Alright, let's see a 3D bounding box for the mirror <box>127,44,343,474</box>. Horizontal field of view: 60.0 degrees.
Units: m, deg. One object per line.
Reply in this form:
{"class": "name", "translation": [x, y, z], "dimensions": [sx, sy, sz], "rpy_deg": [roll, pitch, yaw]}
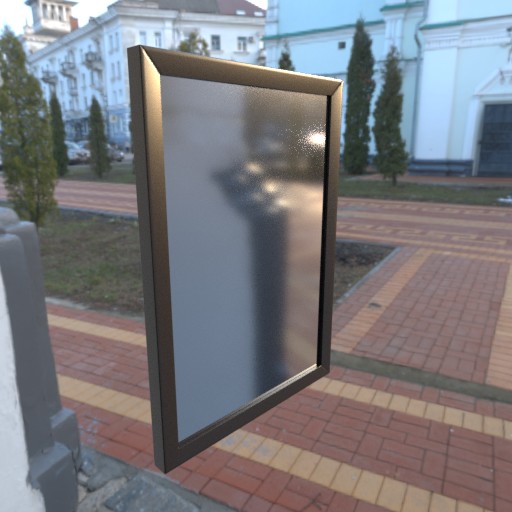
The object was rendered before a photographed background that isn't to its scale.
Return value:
{"class": "mirror", "translation": [0.000, 0.000, 0.896], "dimensions": [0.040, 0.710, 0.507], "rpy_deg": [14, 20, 43]}
